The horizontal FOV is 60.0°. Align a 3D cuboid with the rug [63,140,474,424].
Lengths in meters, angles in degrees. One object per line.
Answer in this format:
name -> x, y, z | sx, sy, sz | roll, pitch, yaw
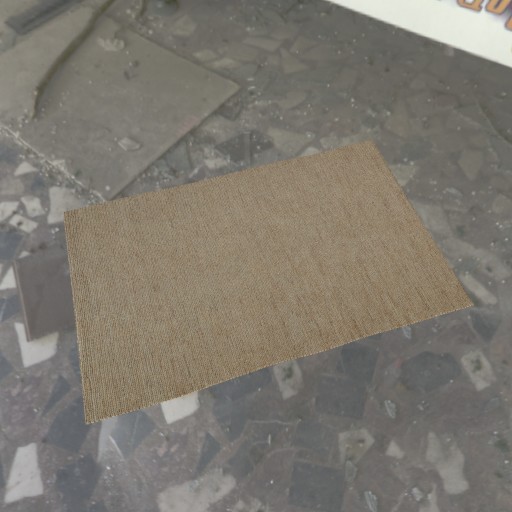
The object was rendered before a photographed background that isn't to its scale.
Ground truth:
rug -> 0.000, 0.000, 3.009 | 2.439, 0.011, 1.533 | -15, 60, -9
